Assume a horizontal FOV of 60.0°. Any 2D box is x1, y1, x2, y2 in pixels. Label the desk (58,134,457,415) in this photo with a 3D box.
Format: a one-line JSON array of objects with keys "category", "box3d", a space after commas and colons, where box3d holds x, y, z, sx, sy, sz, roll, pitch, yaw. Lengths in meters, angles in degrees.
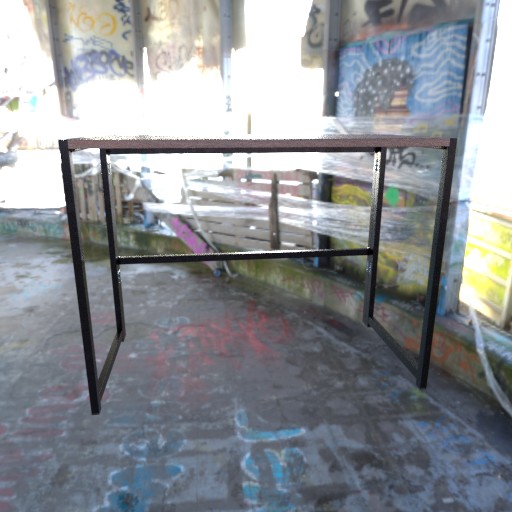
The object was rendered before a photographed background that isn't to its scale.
[{"category": "desk", "box3d": [0.000, 0.000, 1.460, 1.016, 0.762, 0.508, -2, 17, -7]}]
